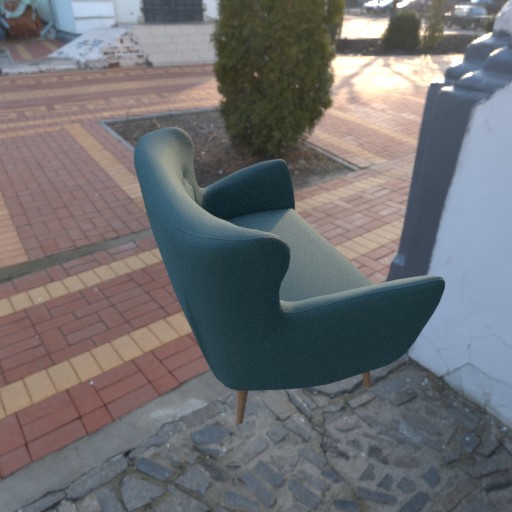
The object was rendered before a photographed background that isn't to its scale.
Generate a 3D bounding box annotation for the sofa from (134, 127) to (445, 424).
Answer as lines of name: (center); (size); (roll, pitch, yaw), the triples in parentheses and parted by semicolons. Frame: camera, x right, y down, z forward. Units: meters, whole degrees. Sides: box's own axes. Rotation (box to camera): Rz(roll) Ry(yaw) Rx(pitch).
sofa: (0.000, 0.000, 1.971); (0.889, 0.889, 1.397); (-10, 32, -17)
